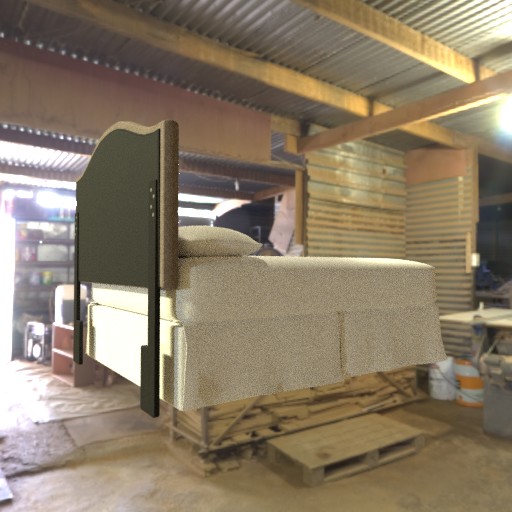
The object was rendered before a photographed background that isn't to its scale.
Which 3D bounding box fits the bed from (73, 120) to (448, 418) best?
[{"bbox_3d":[0.000,0.000,3.217,2.153,1.518,1.713,1,-2,-35],"label":"bed"}]
